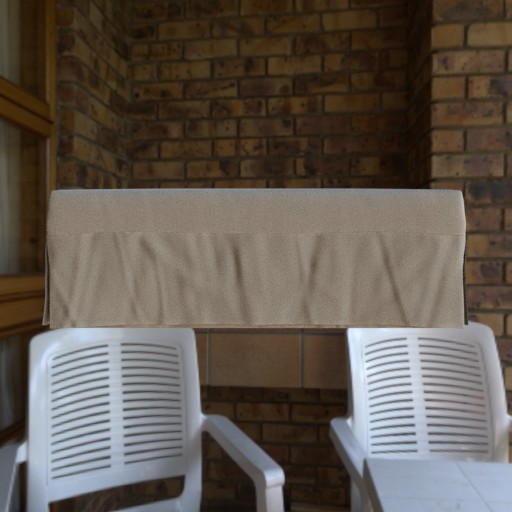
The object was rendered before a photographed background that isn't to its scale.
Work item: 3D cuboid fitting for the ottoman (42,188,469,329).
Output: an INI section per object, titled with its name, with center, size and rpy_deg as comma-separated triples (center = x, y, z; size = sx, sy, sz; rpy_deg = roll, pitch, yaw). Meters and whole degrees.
[ottoman]
center = 0.000, 0.000, 1.721
size = 1.388, 0.457, 0.665
rpy_deg = 0, 0, 0
